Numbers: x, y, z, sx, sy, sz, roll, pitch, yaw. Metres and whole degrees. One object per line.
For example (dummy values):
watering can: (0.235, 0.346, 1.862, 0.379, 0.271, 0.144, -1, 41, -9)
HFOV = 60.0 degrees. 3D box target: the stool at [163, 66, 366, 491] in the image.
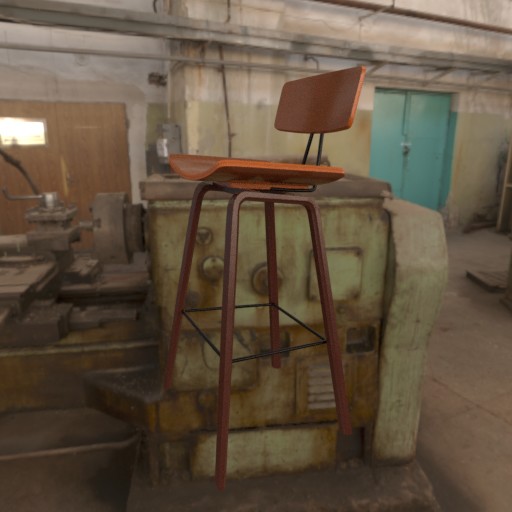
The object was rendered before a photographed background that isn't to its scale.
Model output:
stool: (0.000, 0.000, 1.228, 0.440, 0.969, 0.509, -7, 17, -25)
